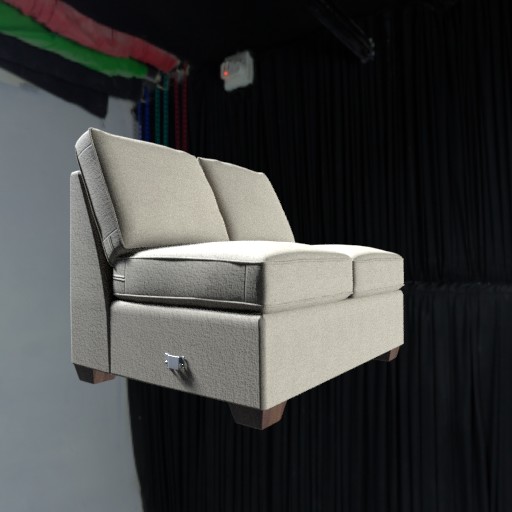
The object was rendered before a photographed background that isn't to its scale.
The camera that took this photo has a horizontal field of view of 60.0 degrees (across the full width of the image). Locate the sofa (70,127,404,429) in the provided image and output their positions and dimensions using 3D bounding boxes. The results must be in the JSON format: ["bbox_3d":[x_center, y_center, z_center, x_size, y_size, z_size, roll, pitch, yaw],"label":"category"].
[{"bbox_3d":[0.000,0.000,1.990,0.978,1.006,1.232,0,0,36],"label":"sofa"}]
